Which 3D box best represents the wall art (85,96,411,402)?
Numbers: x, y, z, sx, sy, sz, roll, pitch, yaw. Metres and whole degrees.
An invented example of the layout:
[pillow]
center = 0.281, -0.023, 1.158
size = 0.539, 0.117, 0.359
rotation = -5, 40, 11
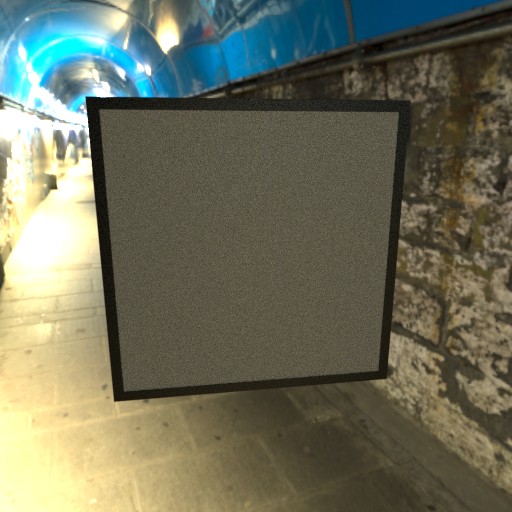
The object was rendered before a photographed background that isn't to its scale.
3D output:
[wall art]
center = 0.000, 0.000, 1.204
size = 0.807, 0.807, 0.022
rotation = -2, 15, -8
